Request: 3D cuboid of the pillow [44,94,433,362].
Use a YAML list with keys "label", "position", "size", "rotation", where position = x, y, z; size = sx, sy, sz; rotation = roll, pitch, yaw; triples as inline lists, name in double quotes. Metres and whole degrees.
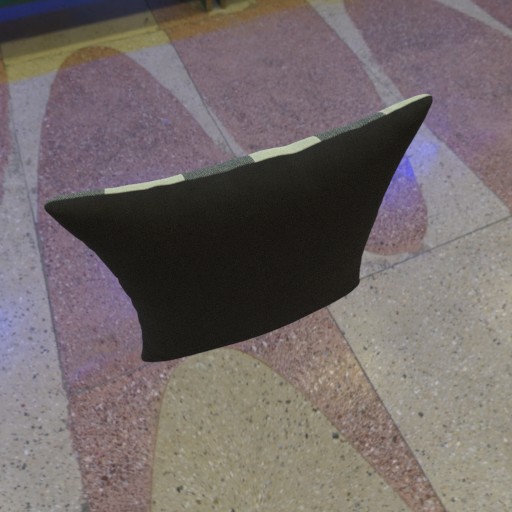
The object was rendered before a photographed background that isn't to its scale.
- label: "pillow"
  position: [0.000, 0.000, 0.757]
  size: [0.511, 0.509, 0.161]
  rotation: [-19, 59, -11]
